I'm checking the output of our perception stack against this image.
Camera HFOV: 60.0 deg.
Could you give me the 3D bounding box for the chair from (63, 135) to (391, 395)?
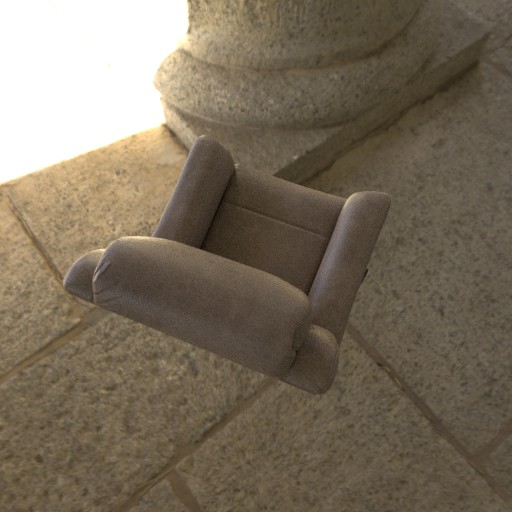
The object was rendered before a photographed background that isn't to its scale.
[{"bbox_3d":[0.000,0.000,1.890,0.967,1.116,1.068,20,65,10],"label":"chair"}]
